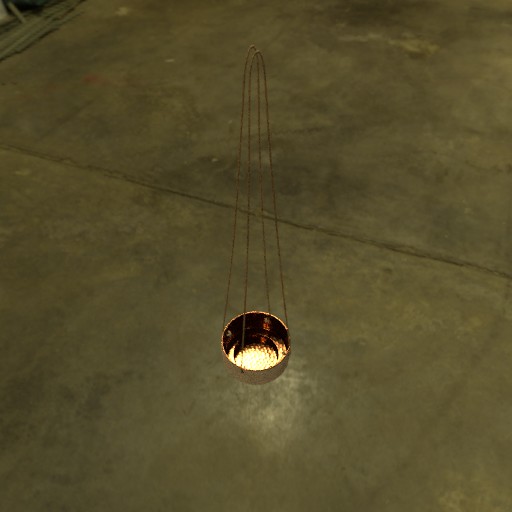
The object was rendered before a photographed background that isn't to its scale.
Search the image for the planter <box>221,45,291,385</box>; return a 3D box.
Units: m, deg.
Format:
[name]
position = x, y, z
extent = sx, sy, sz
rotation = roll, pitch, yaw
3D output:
[planter]
position = 0.000, 0.000, 1.132
extent = 0.223, 1.030, 0.223
rotation = -17, 49, -15
